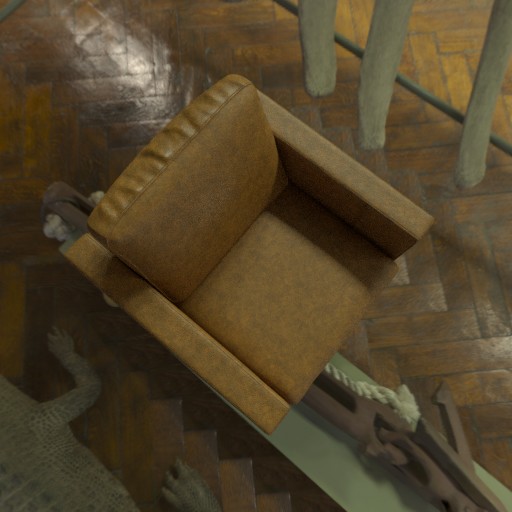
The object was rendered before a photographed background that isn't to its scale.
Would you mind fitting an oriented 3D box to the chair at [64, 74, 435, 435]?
[{"bbox_3d":[0.000,0.000,1.660,0.909,0.956,0.890,39,79,9],"label":"chair"}]
